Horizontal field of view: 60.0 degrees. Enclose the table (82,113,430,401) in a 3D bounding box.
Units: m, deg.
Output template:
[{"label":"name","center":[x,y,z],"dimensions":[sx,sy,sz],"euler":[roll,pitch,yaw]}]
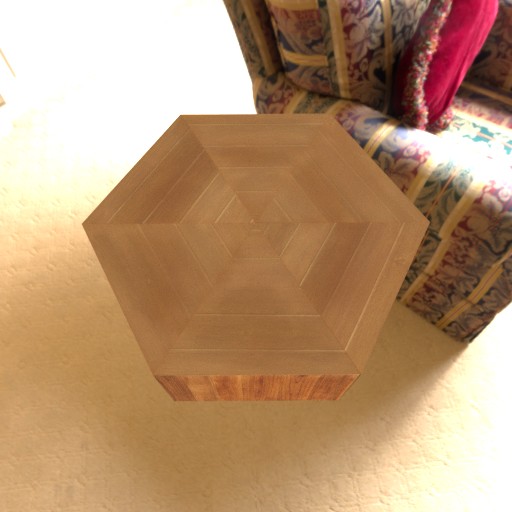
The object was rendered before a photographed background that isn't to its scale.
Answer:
[{"label":"table","center":[0.000,0.000,1.667],"dimensions":[1.154,0.456,1.000],"euler":[0,61,0]}]
